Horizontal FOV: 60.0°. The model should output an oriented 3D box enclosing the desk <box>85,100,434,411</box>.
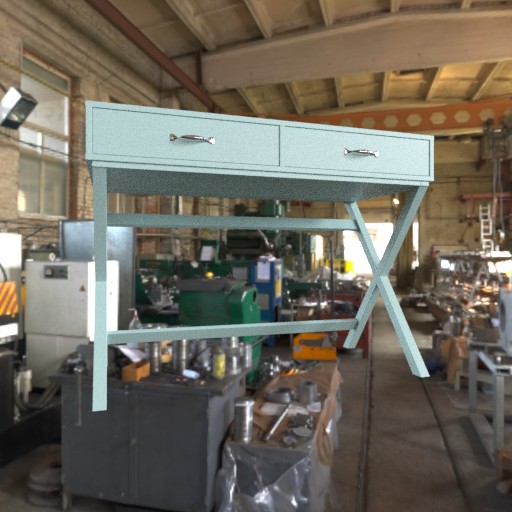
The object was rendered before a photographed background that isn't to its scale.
[{"bbox_3d":[0.000,0.000,1.504,1.057,0.780,0.525,0,0,-18],"label":"desk"}]
